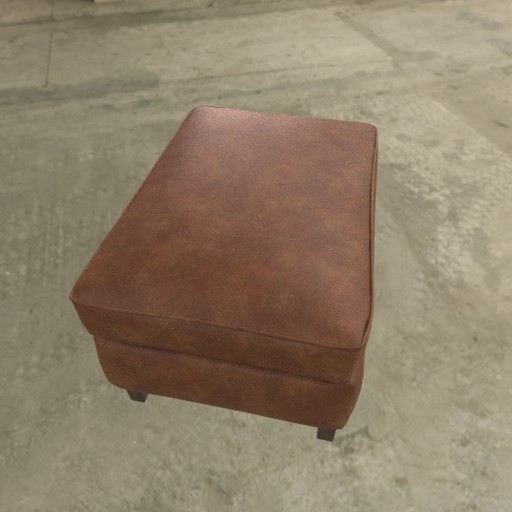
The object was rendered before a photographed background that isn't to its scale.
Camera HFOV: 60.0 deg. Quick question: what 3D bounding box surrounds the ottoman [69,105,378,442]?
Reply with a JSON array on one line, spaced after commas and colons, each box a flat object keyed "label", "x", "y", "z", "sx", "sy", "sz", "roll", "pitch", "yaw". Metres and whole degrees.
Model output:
[{"label": "ottoman", "x": 0.000, "y": 0.000, "z": 0.987, "sx": 0.501, "sy": 0.418, "sz": 0.665, "roll": 9, "pitch": 46, "yaw": 9}]
